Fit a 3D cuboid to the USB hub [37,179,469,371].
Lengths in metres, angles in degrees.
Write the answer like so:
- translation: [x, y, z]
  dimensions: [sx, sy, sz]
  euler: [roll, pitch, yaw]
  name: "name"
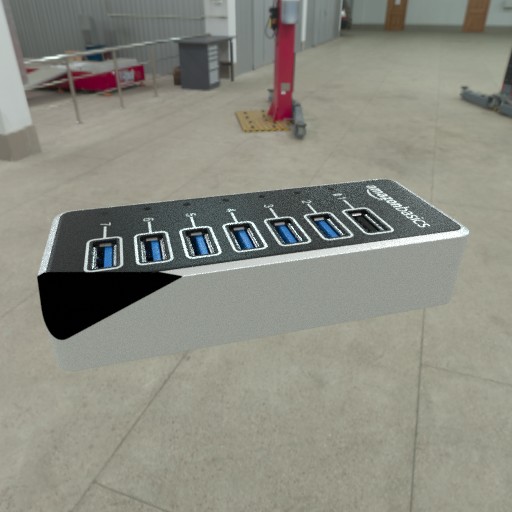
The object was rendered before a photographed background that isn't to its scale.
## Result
- translation: [0.000, 0.000, 0.129]
  dimensions: [0.110, 0.023, 0.044]
  euler: [-8, 31, -13]
  name: "USB hub"
